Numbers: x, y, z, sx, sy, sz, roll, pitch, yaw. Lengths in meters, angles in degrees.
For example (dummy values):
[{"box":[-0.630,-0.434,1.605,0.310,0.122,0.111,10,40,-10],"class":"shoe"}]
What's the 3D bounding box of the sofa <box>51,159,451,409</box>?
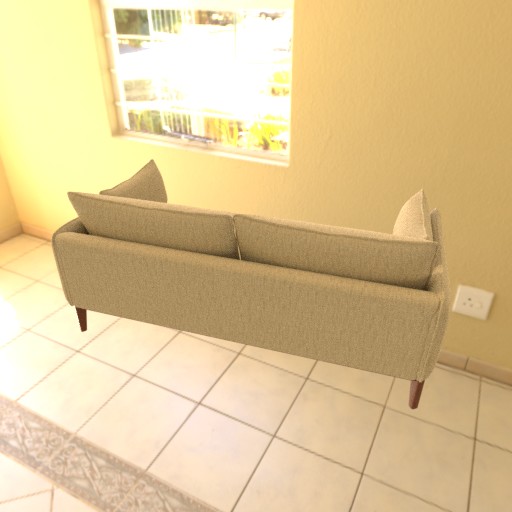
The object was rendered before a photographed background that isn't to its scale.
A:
[{"box":[0.000,0.000,2.517,1.989,0.860,0.991,9,32,15],"class":"sofa"}]
